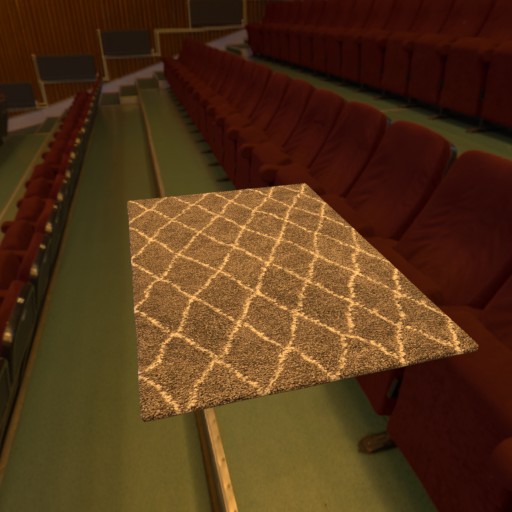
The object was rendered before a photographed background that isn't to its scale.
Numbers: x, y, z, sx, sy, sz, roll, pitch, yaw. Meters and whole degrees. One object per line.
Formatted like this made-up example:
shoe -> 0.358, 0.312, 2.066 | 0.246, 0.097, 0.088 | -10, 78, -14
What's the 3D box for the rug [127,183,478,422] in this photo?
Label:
rug -> 0.000, 0.000, 2.234 | 1.219, 0.030, 1.778 | -8, 30, -13
